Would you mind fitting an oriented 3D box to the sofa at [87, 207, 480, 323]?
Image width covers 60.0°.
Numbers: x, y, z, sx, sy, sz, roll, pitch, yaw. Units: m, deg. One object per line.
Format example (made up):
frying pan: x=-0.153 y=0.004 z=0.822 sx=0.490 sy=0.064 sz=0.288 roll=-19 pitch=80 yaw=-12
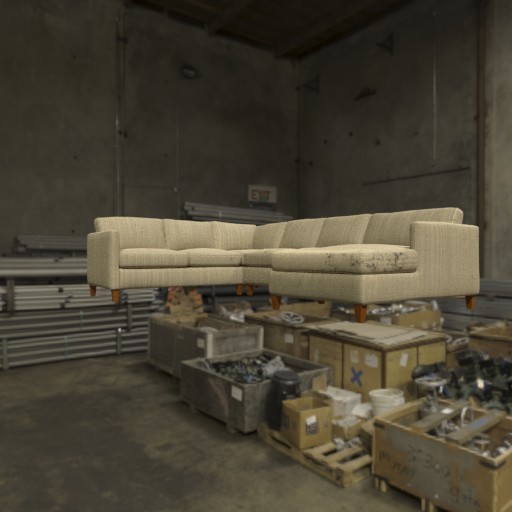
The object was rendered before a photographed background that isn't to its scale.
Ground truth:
sofa: x=0.000 y=0.000 z=4.658 sx=2.594 sy=0.961 sz=3.460 roll=0 pitch=0 yaw=-35
